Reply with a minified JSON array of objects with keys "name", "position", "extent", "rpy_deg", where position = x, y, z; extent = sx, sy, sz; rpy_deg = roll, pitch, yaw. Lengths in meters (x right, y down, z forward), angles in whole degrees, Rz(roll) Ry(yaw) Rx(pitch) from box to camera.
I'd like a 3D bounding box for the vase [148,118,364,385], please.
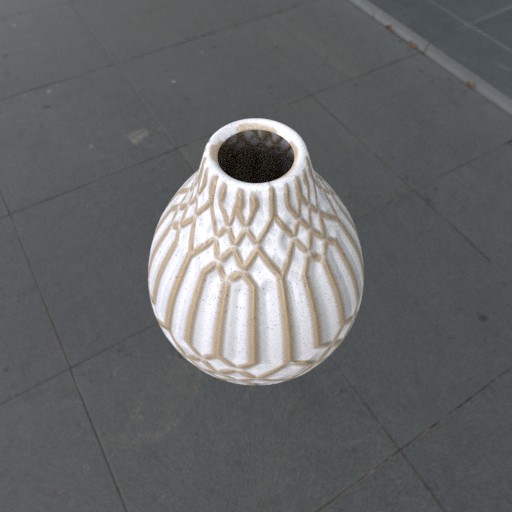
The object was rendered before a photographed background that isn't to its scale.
[{"name":"vase","position":[0.000,0.000,0.314],"extent":[0.159,0.200,0.159],"rpy_deg":[0,57,0]}]
